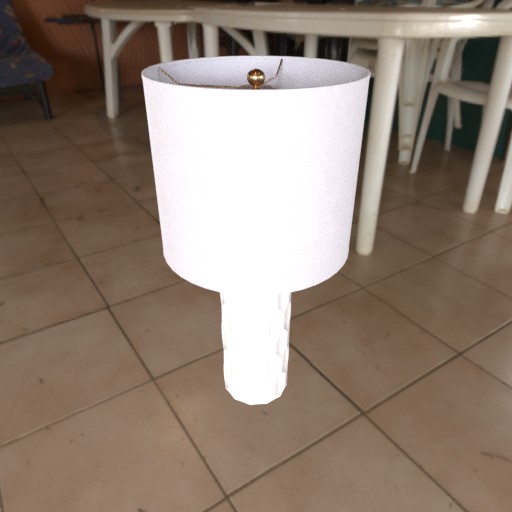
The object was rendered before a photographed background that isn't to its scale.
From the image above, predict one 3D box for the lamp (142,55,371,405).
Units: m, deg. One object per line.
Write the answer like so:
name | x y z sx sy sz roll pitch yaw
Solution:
lamp | 0.000 0.000 0.684 0.277 0.537 0.277 -19 36 -29
